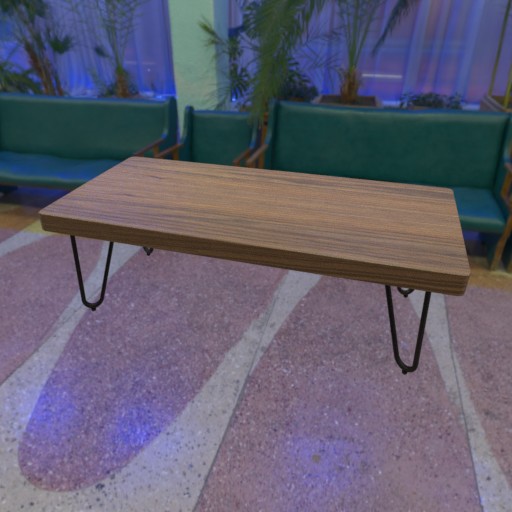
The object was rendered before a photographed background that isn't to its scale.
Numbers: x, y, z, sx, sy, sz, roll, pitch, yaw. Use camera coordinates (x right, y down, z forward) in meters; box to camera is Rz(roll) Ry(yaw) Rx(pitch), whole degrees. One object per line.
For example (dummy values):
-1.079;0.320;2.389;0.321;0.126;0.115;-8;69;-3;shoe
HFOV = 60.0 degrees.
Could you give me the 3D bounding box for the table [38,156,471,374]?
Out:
0.000;0.000;1.713;1.375;0.468;0.637;9;32;14;table
